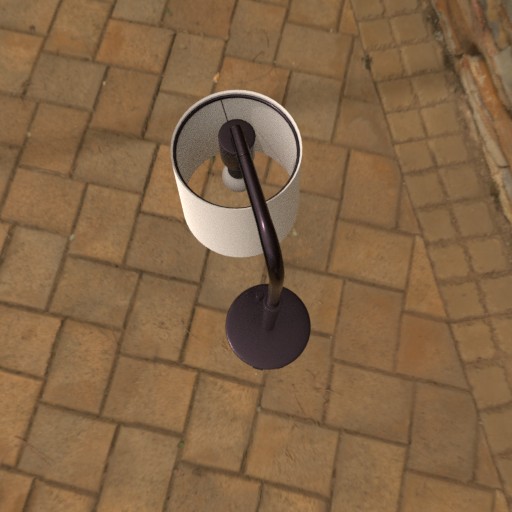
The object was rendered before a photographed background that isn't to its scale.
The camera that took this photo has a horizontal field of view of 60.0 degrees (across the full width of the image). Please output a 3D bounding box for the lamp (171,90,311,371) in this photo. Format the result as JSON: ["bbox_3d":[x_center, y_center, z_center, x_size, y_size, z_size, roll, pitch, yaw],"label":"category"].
[{"bbox_3d":[0.000,0.000,0.660,0.171,0.489,0.333,-16,76,-4],"label":"lamp"}]
